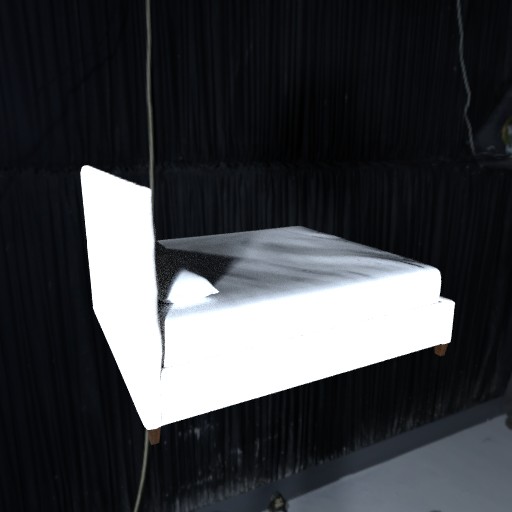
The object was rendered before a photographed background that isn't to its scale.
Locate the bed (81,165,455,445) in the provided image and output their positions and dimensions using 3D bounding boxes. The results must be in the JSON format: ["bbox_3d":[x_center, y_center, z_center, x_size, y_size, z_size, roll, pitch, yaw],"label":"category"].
[{"bbox_3d":[0.000,0.000,3.658,2.387,1.427,2.078,-7,16,-26],"label":"bed"}]
